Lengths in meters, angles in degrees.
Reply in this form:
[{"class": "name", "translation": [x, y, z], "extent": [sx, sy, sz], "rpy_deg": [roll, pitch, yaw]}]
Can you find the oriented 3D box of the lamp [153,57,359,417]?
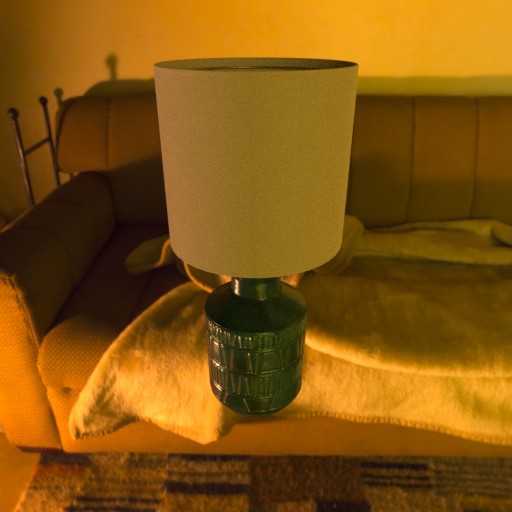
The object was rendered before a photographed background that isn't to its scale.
[{"class": "lamp", "translation": [0.000, 0.000, 0.568], "extent": [0.211, 0.455, 0.211], "rpy_deg": [-9, 28, -17]}]
